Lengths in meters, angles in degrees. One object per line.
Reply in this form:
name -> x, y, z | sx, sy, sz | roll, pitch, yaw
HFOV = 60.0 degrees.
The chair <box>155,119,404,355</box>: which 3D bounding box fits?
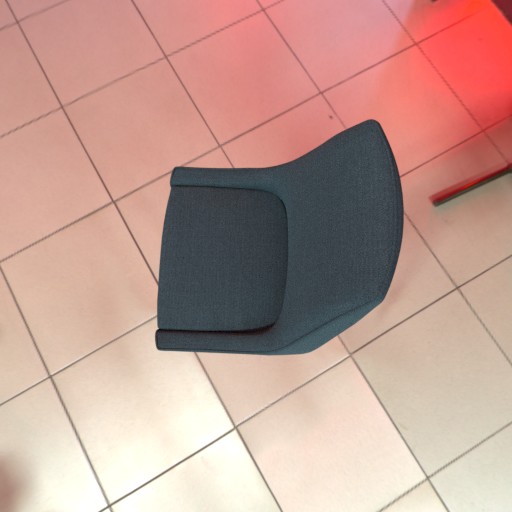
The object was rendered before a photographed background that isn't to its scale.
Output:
chair -> 0.000, 0.000, 1.217 | 0.544, 0.861, 0.529 | 2, 76, 1
